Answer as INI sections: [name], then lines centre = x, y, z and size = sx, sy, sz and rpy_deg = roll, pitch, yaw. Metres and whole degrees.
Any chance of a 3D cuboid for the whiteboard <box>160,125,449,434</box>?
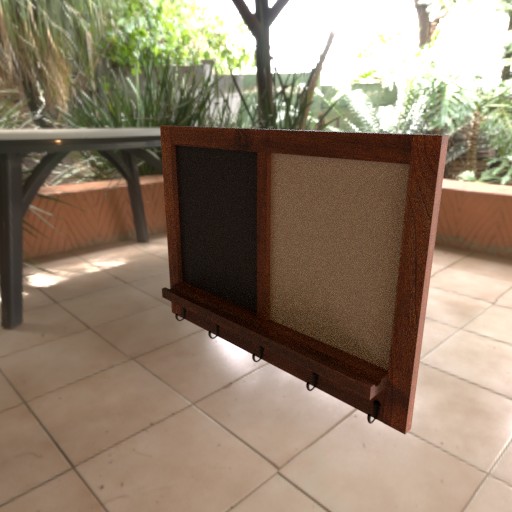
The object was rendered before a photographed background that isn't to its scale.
[whiteboard]
centre = 0.000, 0.000, 1.007
size = 0.083, 0.553, 0.768
rpy_deg = -17, 24, -42
